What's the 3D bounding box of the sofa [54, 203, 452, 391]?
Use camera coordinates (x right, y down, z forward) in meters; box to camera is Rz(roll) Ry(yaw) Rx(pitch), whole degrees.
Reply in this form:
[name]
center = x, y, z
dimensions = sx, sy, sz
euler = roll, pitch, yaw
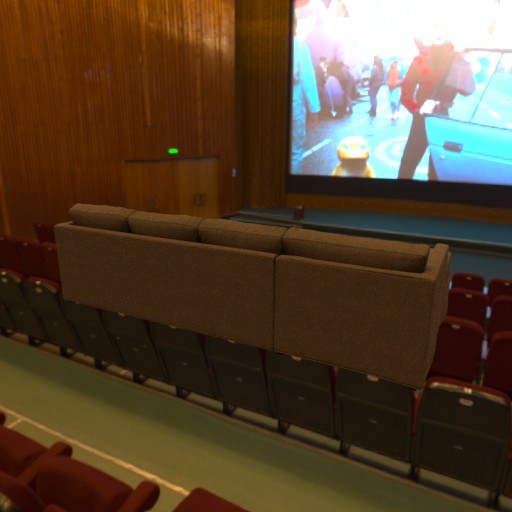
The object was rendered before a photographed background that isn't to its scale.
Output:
[sofa]
center = 0.000, 0.000, 3.983
dimensions = 3.205, 0.922, 1.650
euler = 8, 19, 26
